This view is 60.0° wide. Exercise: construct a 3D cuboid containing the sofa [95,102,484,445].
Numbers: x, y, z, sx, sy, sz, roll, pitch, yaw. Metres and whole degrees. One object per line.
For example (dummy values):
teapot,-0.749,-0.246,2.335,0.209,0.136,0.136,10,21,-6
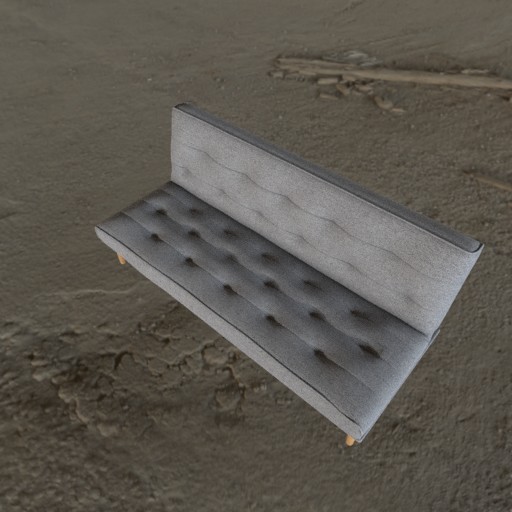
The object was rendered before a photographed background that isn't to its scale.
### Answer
sofa,0.000,0.000,2.303,1.820,0.830,0.810,33,55,27
